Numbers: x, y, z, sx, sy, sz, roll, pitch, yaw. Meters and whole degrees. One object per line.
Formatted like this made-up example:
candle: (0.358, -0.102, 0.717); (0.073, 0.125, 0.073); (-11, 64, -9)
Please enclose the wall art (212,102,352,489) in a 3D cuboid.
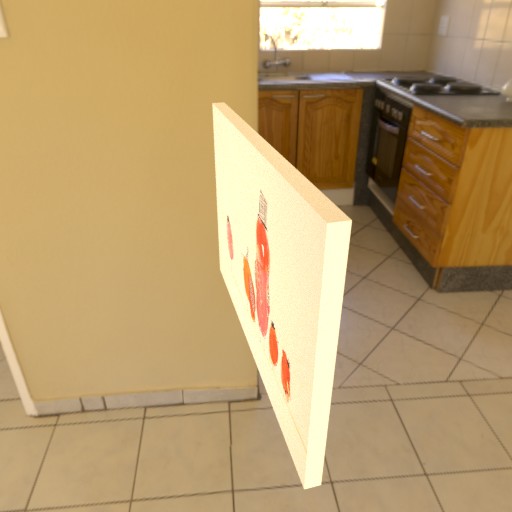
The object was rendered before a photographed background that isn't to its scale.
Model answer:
wall art: (0.000, 0.000, 1.159); (0.038, 0.609, 0.914); (-8, 30, -13)
